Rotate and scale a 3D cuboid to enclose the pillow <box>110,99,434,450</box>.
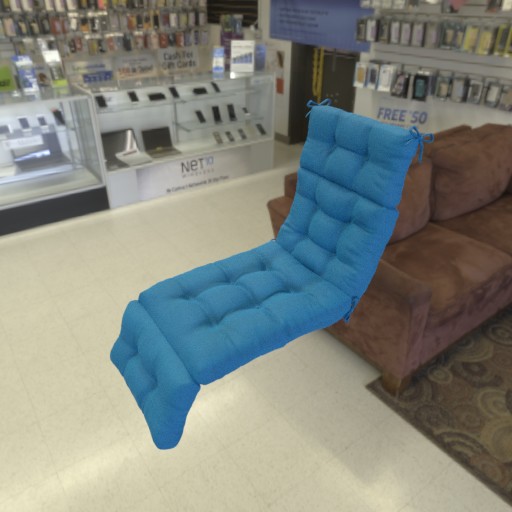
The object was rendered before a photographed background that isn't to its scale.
[{"bbox_3d":[0.000,0.000,1.526,1.016,0.863,0.526,-19,37,-28],"label":"pillow"}]
